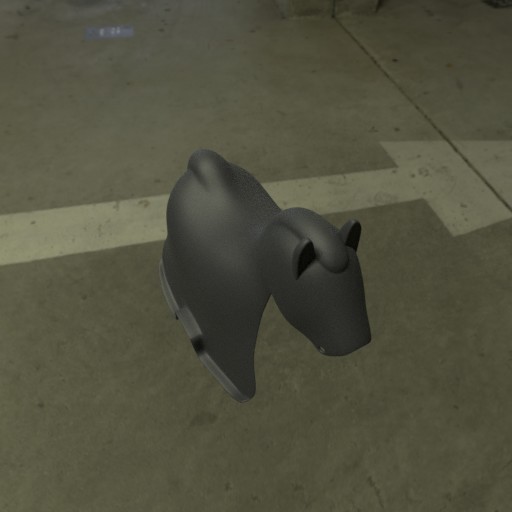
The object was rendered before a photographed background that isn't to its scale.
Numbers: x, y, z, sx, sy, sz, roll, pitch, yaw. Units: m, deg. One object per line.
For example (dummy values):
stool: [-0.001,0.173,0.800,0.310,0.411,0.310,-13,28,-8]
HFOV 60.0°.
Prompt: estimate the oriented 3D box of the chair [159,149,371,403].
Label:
chair: [0.000,0.000,1.157,0.429,0.612,0.800,-22,50,-20]
